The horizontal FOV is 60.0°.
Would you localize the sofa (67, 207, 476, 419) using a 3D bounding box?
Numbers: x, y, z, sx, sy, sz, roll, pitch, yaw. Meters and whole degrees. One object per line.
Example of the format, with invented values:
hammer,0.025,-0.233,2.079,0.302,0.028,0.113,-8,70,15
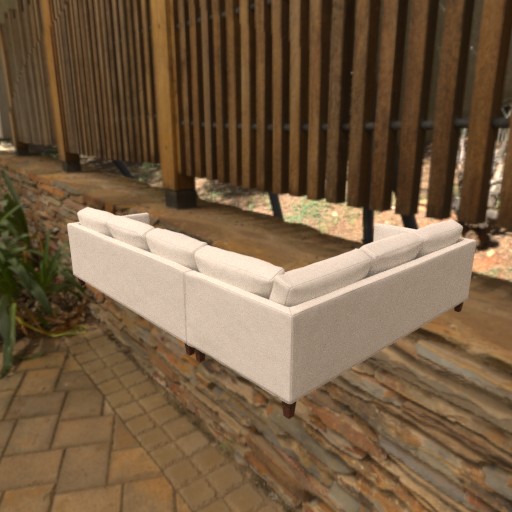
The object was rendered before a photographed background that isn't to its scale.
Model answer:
sofa,0.000,0.000,4.336,2.432,0.863,3.182,-15,22,-41
